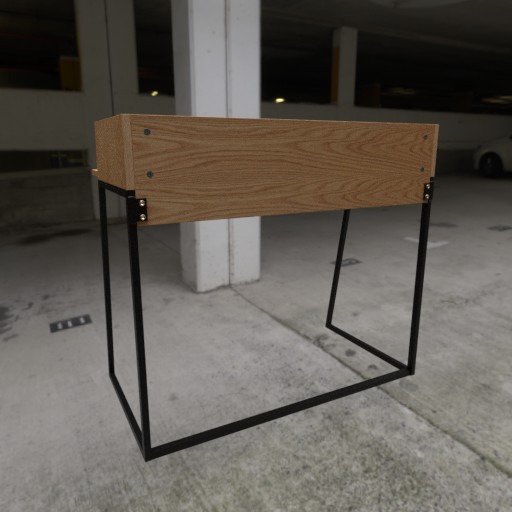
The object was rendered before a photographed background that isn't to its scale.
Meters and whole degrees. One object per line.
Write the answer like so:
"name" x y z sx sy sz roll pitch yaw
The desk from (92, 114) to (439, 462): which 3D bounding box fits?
"desk" 0.000 0.000 1.871 1.191 1.061 0.769 -7 16 -27
